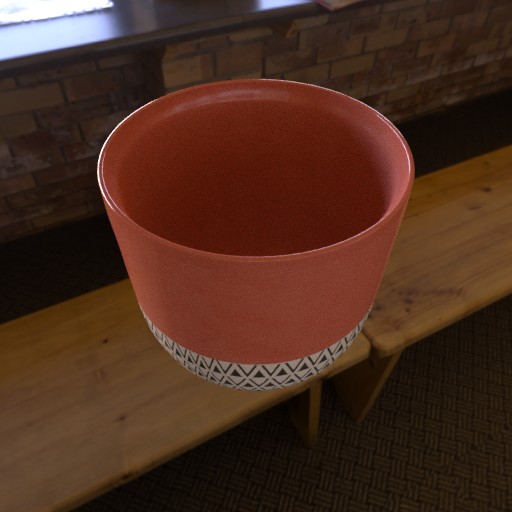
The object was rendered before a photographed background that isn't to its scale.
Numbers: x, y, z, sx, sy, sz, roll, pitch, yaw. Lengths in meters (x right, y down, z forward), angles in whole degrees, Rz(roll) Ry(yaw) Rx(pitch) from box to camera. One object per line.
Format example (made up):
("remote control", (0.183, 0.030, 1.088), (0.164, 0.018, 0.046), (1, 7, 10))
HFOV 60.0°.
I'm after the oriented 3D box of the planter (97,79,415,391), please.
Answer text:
("planter", (0.000, 0.000, 0.478), (0.266, 0.270, 0.266), (0, 46, 0))
